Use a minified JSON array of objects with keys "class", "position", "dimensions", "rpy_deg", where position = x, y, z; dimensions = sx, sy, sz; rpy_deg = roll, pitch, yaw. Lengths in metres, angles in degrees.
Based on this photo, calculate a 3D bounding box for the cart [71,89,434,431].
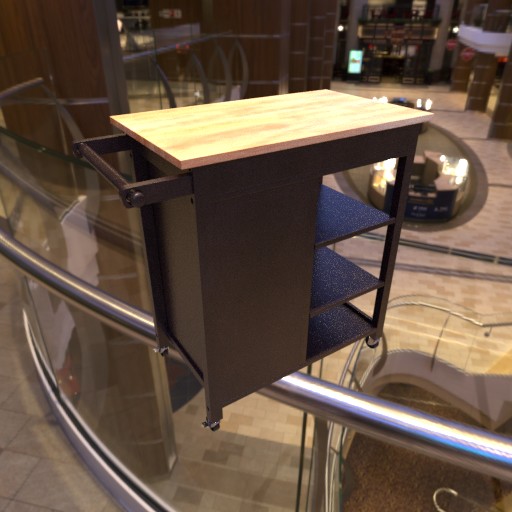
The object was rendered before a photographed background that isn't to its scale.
[{"class":"cart","position":[0.000,0.000,1.439],"dimensions":[0.914,0.878,0.472],"rpy_deg":[-18,35,-28]}]
